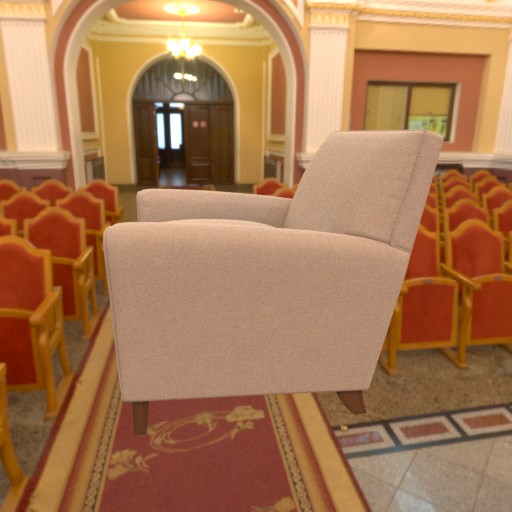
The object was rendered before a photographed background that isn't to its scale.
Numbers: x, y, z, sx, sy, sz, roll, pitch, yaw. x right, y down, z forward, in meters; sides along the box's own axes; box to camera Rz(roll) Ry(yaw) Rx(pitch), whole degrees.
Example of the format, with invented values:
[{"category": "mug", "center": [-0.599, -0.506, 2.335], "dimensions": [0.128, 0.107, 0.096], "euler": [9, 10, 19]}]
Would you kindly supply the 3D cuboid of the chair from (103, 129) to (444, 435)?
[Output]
[{"category": "chair", "center": [0.000, 0.000, 1.551], "dimensions": [0.871, 0.846, 0.840], "euler": [-2, 16, -8]}]
